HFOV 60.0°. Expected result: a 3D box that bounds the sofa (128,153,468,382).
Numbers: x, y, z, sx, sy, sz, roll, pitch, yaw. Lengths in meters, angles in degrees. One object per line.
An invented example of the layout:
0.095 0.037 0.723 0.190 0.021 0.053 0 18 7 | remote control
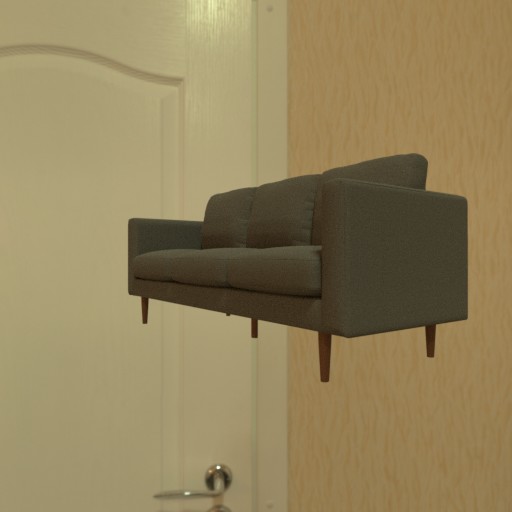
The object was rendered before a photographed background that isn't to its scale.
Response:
0.000 0.000 2.480 0.802 0.912 2.029 0 0 -36 | sofa
